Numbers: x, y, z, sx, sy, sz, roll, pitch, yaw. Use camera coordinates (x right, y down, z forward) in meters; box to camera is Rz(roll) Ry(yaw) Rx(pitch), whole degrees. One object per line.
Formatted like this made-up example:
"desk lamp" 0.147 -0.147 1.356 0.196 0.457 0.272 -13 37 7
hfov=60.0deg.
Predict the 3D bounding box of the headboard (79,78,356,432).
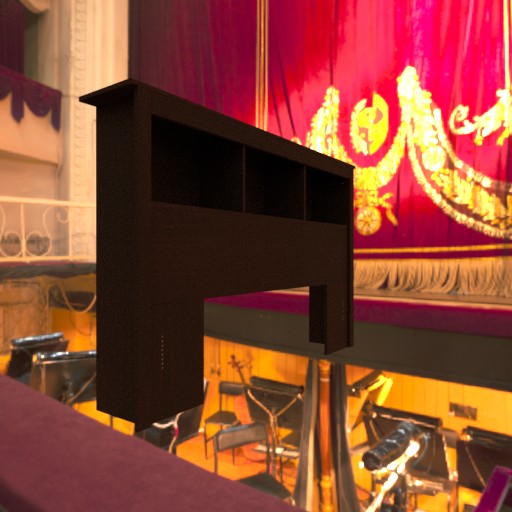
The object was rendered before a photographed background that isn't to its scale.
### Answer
"headboard" 0.000 0.000 2.109 0.279 1.092 1.671 0 0 36
